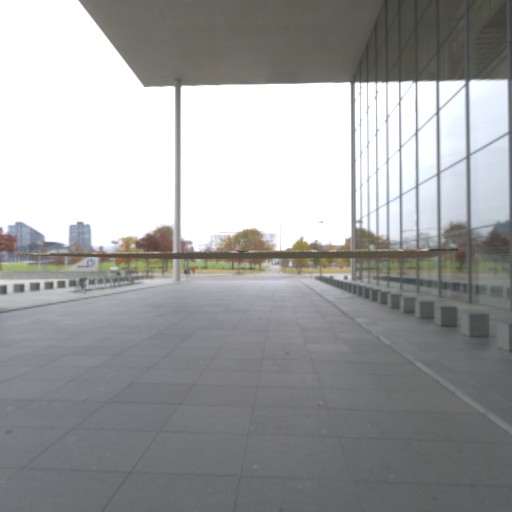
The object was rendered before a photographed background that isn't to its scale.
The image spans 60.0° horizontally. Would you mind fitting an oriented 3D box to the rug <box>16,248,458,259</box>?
[{"bbox_3d":[0.000,0.000,4.146,3.200,0.013,2.439,0,-1,18],"label":"rug"}]
